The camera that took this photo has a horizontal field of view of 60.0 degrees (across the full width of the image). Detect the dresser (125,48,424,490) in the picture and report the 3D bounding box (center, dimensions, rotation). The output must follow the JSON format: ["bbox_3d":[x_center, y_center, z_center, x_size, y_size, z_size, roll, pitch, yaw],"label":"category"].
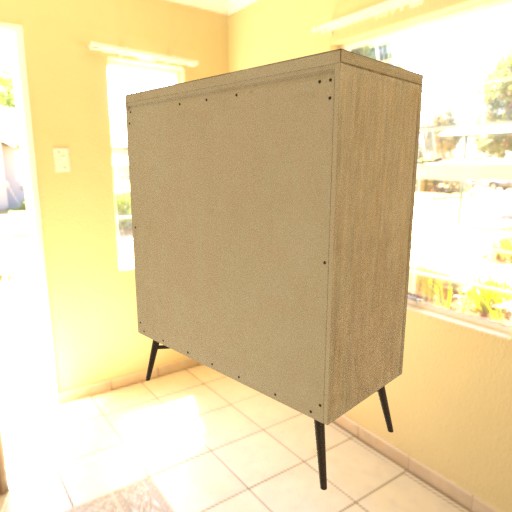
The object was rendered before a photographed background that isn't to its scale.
[{"bbox_3d":[0.000,0.000,1.682,1.016,1.219,0.457,11,16,44],"label":"dresser"}]
